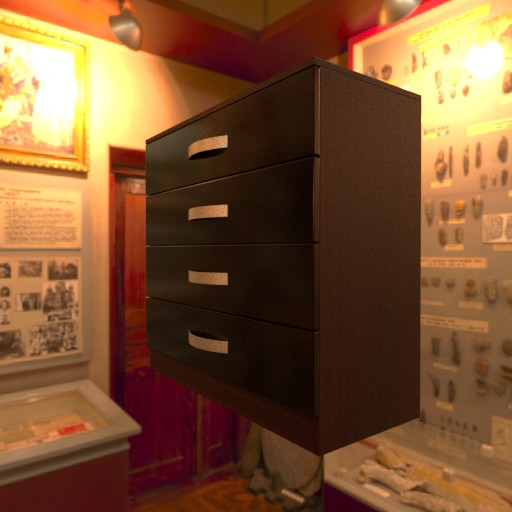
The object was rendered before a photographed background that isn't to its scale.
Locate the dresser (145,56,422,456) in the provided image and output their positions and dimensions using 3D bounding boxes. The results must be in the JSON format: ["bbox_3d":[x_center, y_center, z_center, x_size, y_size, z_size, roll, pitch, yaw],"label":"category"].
[{"bbox_3d":[0.000,0.000,1.183,0.360,0.720,0.750,-1,1,-37],"label":"dresser"}]
